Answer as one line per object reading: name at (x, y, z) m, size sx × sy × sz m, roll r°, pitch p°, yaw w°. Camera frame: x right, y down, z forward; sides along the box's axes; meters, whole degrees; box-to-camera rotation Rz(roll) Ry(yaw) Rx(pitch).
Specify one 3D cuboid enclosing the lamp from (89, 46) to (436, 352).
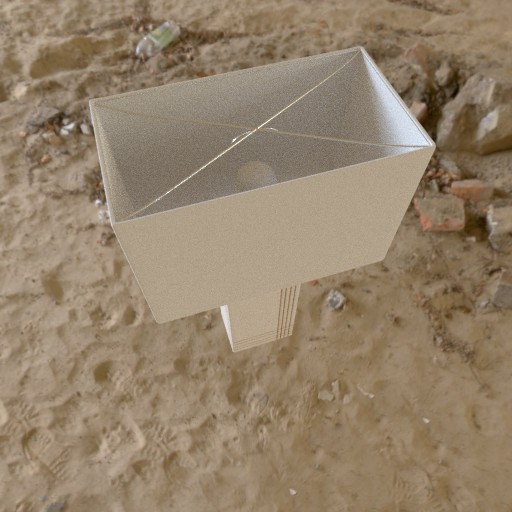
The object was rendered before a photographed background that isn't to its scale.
lamp at (0.000, 0.000, 0.704) m, size 0.334 × 0.543 × 0.182 m, roll -15°, pitch 59°, yaw -9°
